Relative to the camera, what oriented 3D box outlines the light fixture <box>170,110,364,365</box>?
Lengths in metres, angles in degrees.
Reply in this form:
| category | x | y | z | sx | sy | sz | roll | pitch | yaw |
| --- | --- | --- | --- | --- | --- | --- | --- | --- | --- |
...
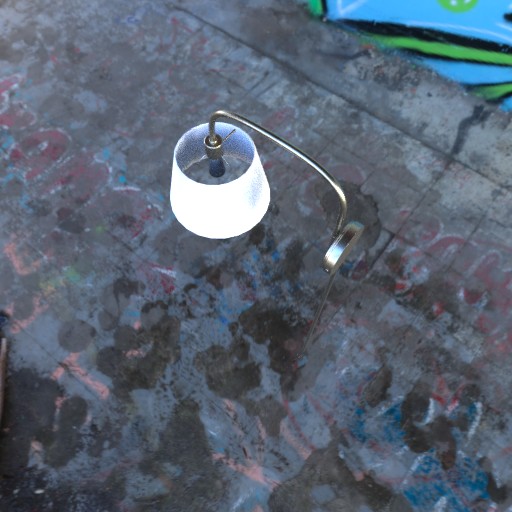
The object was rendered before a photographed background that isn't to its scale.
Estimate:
| category | x | y | z | sx | sy | sz | roll | pitch | yaw |
| --- | --- | --- | --- | --- | --- | --- | --- | --- | --- |
| light fixture | 0.000 | 0.000 | 0.470 | 0.176 | 0.399 | 0.092 | 35 | 69 | 15 |
